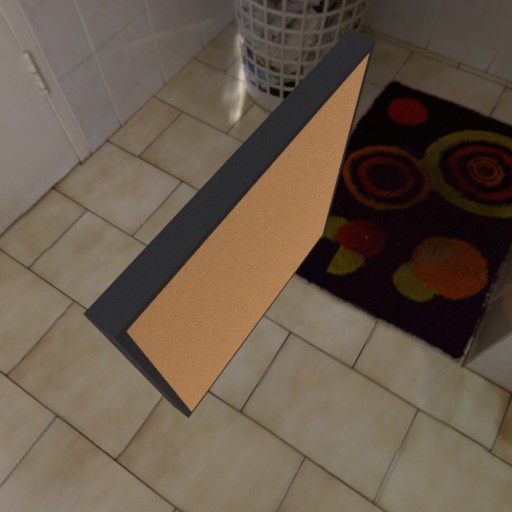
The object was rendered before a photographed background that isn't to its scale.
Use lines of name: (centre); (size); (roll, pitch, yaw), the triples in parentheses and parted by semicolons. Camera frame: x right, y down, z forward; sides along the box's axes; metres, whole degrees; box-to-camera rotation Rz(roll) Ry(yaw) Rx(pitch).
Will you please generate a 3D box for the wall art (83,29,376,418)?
wall art: (0.000, 0.000, 0.734); (0.040, 0.509, 0.509); (32, 67, 16)
